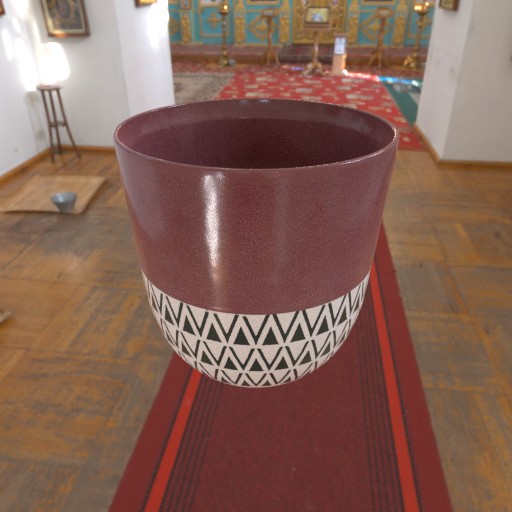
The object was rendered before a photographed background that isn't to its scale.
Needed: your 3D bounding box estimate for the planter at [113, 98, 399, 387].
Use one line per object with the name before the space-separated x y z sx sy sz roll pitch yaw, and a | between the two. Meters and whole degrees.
planter | 0.000 0.000 0.366 0.195 0.214 0.195 0 30 0
